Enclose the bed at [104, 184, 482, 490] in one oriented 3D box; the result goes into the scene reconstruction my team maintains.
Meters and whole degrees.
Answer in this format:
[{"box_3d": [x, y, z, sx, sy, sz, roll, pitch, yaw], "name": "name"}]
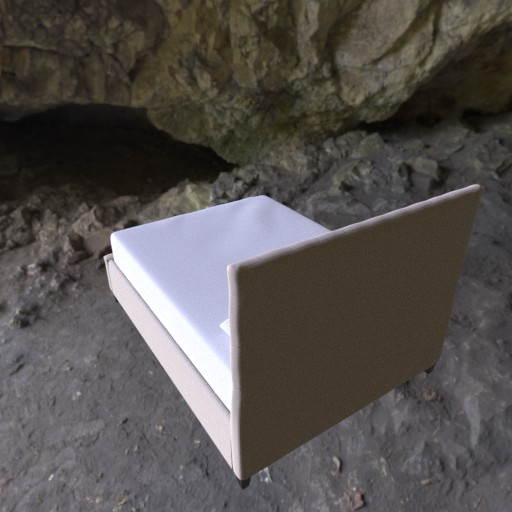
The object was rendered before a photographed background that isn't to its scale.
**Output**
[{"box_3d": [0.000, 0.000, 3.271, 1.696, 1.426, 2.233, -18, 34, -29], "name": "bed"}]
